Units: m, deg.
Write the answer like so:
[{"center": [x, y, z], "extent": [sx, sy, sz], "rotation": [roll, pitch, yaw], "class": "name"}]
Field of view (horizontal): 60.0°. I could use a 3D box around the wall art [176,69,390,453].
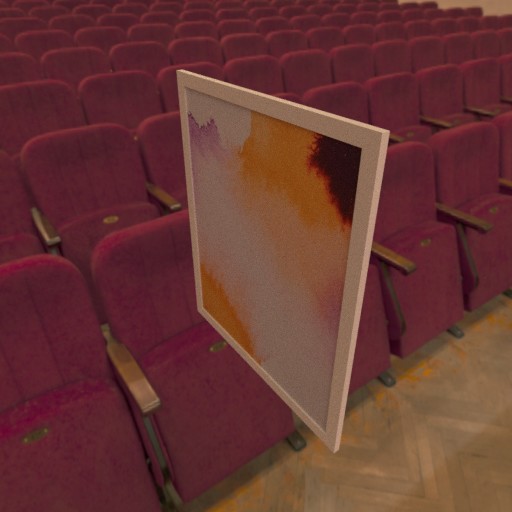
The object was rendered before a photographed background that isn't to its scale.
[{"center": [0.000, 0.000, 0.789], "extent": [0.012, 0.557, 0.482], "rotation": [-21, 37, -30], "class": "wall art"}]
